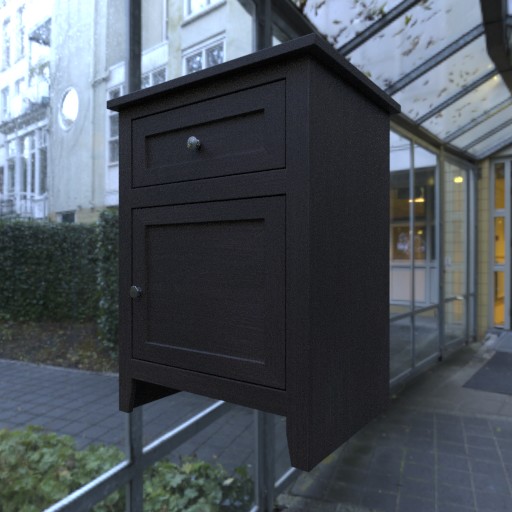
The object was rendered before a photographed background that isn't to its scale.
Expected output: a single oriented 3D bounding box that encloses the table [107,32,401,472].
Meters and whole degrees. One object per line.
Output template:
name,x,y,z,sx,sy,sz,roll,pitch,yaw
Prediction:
table,0.000,0.000,0.922,0.480,0.635,0.381,0,0,36
